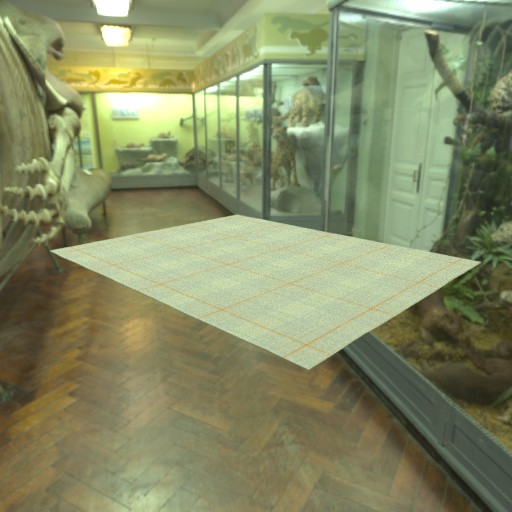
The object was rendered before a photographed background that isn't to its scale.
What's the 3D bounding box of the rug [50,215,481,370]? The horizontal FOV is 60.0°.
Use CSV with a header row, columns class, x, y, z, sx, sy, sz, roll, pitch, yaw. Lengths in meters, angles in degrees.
class,x,y,z,sx,sy,sz,roll,pitch,yaw
rug,0.000,0.000,3.998,3.051,0.021,2.448,15,22,42
